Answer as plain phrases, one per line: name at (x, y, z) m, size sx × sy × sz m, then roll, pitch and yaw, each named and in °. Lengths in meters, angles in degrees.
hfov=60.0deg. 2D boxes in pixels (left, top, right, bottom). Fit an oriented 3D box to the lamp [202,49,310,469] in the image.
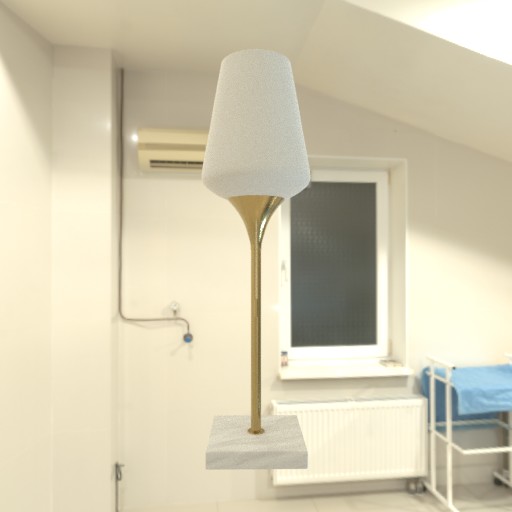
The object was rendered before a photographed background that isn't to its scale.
lamp at (0.000, 0.000, 0.740) m, size 0.181 × 0.639 × 0.181 m, roll 0°, pitch 0°, yaw -1°
